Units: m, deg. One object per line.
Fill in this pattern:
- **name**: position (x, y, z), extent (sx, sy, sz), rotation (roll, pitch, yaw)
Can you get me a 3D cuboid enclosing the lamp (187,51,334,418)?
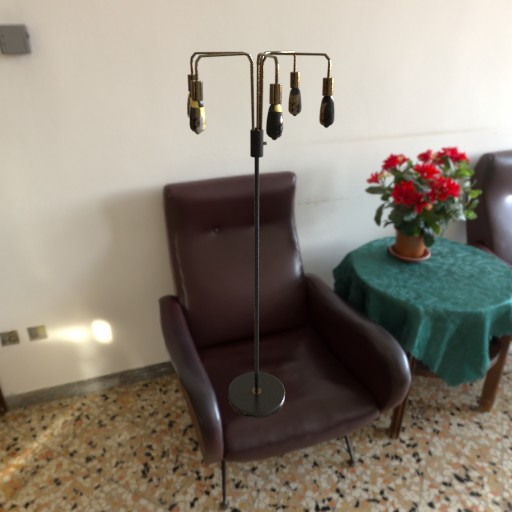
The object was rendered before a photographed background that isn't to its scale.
- **lamp**: position (0.000, 0.000, 2.055), extent (0.572, 1.721, 0.599), rotation (18, 32, 31)
